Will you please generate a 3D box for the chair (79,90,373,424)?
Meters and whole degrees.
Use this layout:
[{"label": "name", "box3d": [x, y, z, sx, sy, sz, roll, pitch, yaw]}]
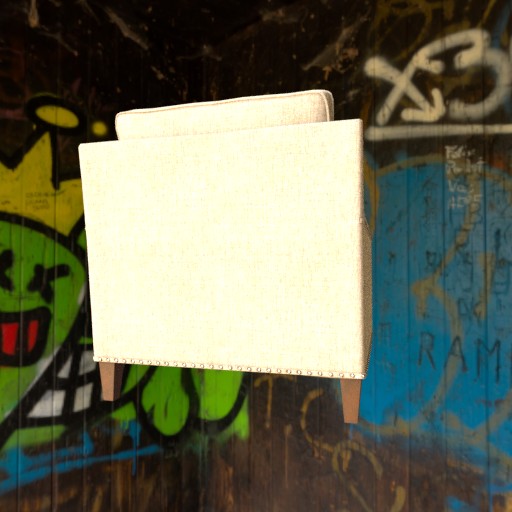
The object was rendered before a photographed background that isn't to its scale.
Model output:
[{"label": "chair", "box3d": [0.000, 0.000, 1.705, 0.853, 0.943, 1.014, 0, -2, 16]}]
